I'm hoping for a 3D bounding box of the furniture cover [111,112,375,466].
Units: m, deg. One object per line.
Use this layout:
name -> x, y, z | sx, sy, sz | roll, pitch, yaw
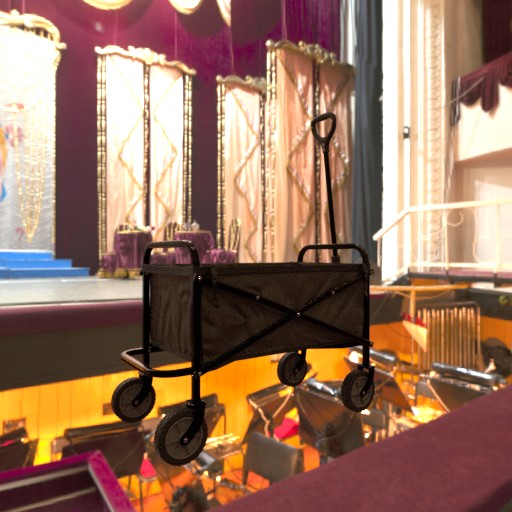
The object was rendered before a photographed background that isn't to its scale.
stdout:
furniture cover -> 0.000, 0.000, 1.811 | 1.038, 1.295, 0.532 | 0, 0, -35
